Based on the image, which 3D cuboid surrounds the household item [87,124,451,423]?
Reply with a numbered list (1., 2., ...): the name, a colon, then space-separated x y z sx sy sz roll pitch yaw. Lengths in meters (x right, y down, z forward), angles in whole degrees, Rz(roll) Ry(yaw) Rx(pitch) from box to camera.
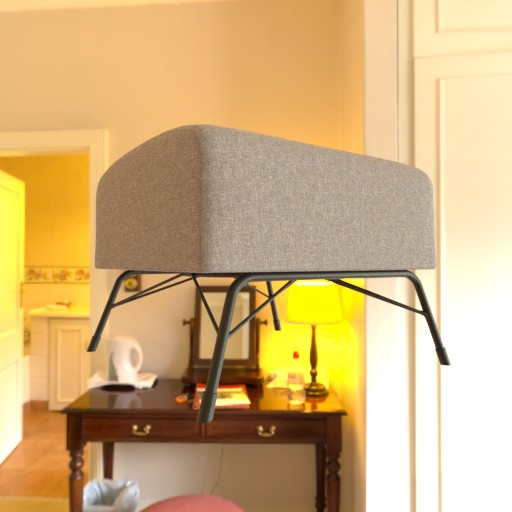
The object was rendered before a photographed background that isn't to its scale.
1. household item: 0.000 0.000 0.898 0.530 0.410 0.530 1 -1 -35
